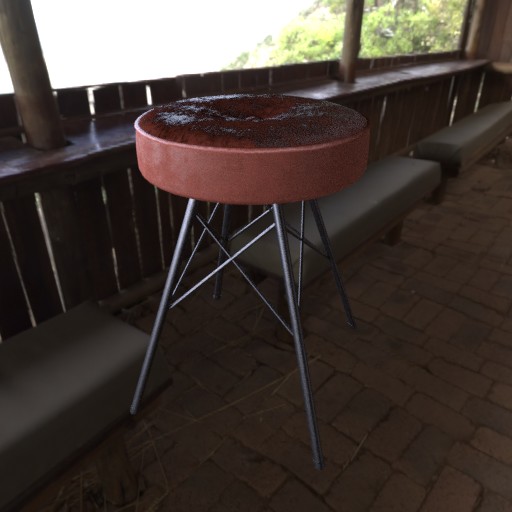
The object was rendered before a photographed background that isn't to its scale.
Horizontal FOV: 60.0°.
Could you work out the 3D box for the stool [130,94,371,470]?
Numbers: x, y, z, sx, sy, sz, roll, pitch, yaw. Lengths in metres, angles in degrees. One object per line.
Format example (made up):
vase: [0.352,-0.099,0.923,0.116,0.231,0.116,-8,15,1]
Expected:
stool: [0.000,0.000,0.921,0.421,0.593,0.457,10,31,17]
